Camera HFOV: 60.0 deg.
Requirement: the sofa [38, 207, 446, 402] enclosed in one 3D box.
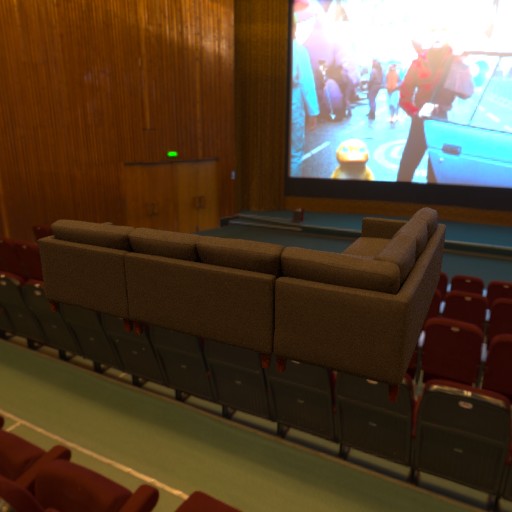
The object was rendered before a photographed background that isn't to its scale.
[{"bbox_3d":[0.000,0.000,4.646,3.460,0.961,2.594,8,18,26],"label":"sofa"}]
